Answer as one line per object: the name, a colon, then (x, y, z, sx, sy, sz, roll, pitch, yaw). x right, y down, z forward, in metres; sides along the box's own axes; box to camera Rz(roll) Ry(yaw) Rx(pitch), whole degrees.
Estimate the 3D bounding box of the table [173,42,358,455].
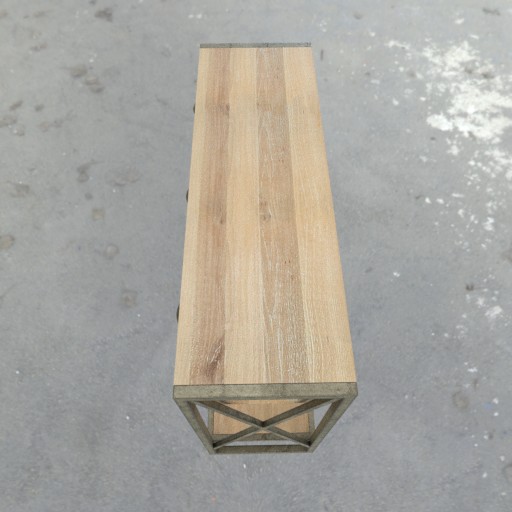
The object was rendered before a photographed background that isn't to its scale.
table: (0.000, 0.000, 1.405, 0.361, 0.763, 1.059, -1, 59, -1)
